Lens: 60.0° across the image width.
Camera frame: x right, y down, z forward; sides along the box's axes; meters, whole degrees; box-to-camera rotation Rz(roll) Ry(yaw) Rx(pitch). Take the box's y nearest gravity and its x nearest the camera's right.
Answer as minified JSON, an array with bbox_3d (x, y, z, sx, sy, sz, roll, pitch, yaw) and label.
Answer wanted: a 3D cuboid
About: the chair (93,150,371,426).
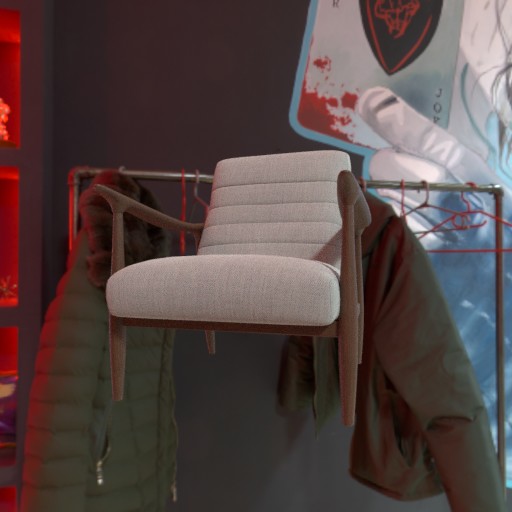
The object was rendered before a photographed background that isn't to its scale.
[{"bbox_3d":[0.000,0.000,1.471,0.741,0.832,0.798,0,0,17],"label":"chair"}]
